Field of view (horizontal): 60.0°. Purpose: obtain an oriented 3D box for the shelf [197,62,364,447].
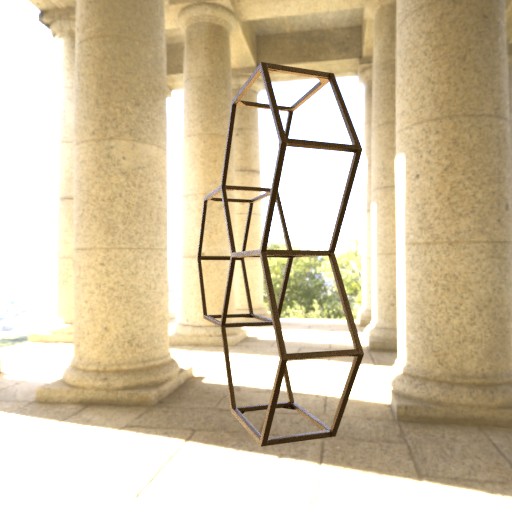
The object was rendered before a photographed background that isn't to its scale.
[{"bbox_3d":[0.000,0.000,1.070,0.150,0.701,0.708,1,-2,-19],"label":"shelf"}]
